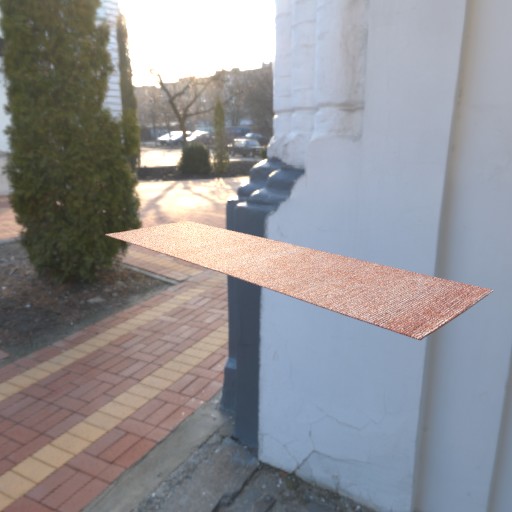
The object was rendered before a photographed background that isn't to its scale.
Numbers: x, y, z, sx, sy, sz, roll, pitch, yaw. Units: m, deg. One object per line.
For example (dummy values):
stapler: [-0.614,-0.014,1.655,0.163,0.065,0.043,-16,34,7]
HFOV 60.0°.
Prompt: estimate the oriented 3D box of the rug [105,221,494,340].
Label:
rug: [0.000,0.000,2.567,0.718,0.013,2.353,-14,21,-42]
